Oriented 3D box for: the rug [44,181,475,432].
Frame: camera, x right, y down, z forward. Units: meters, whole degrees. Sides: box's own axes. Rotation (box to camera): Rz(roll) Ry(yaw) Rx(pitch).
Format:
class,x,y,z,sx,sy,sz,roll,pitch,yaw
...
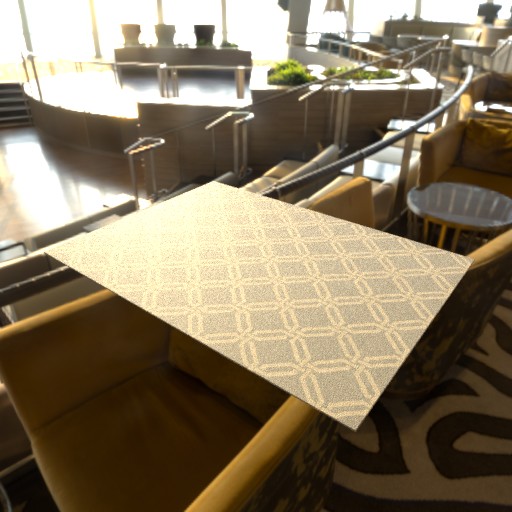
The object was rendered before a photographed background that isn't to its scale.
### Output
class,x,y,z,sx,sy,sz,roll,pitch,yaw
rug,0.000,0.000,4.259,3.353,0.013,2.438,22,37,32
